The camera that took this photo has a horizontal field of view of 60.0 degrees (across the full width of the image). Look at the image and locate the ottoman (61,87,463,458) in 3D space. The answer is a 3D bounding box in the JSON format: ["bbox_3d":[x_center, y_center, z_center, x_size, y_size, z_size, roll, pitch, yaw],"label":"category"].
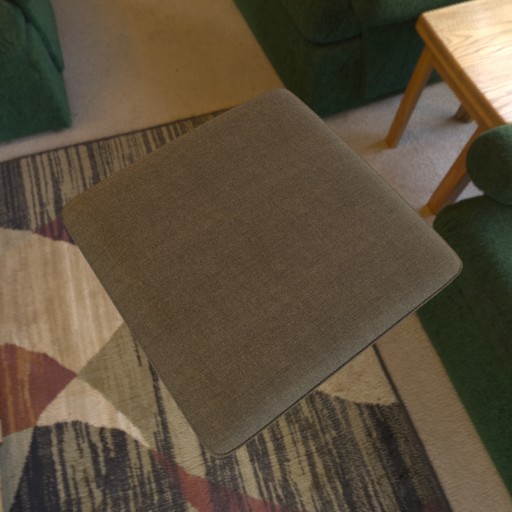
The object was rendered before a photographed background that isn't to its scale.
[{"bbox_3d":[0.000,0.000,1.727,1.067,0.559,1.067,-34,69,-14],"label":"ottoman"}]
